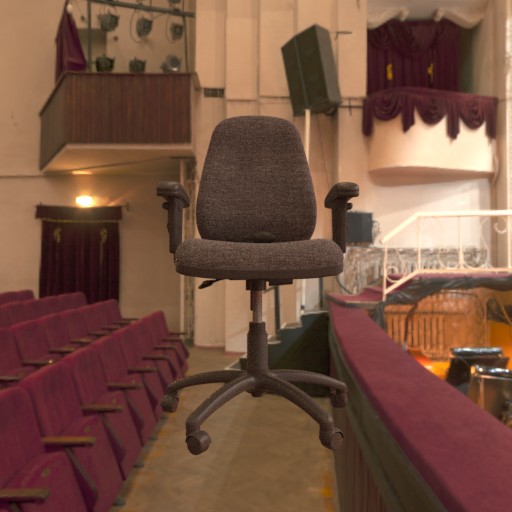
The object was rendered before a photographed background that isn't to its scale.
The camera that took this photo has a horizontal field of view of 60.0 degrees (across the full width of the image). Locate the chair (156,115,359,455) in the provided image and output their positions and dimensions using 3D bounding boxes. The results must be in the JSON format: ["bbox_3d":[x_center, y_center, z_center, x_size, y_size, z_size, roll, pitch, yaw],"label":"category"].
[{"bbox_3d":[0.000,0.000,1.260,0.550,0.910,0.530,0,-1,-1],"label":"chair"}]
